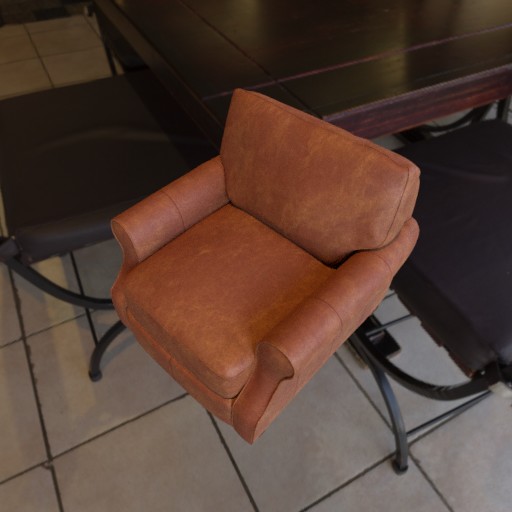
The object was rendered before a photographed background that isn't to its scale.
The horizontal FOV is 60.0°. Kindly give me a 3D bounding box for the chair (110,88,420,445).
[{"bbox_3d":[0.000,0.000,1.796,0.983,0.962,0.986,34,56,28],"label":"chair"}]
